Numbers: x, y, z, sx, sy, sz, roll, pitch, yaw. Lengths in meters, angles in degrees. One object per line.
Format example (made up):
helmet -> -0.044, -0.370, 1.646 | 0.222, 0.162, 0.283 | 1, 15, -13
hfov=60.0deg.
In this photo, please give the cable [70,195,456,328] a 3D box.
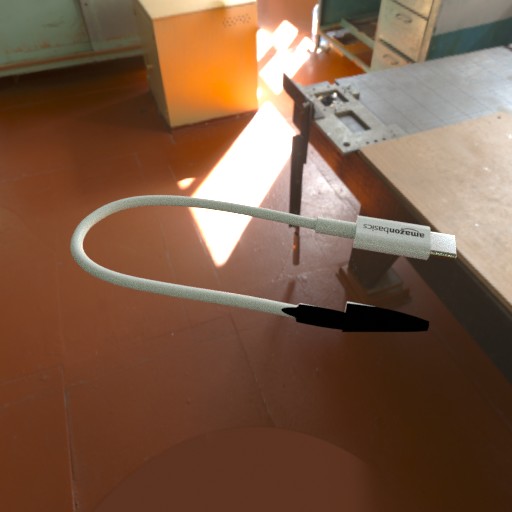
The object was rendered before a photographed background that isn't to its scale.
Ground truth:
cable -> 0.000, 0.000, 0.113 | 0.098, 0.005, 0.041 | 10, 48, 9
